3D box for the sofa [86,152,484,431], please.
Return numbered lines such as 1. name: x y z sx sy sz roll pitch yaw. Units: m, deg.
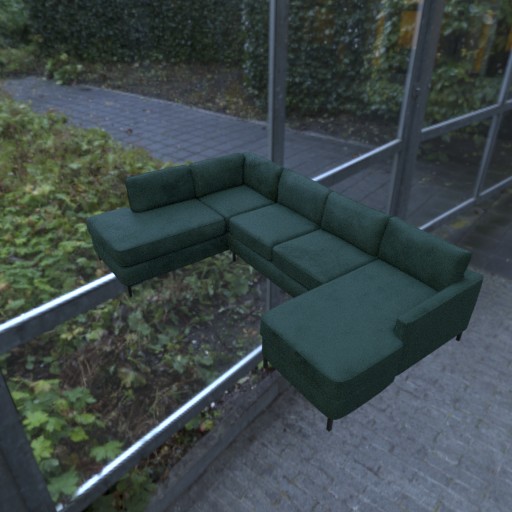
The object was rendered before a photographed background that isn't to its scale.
1. sofa: 0.000 0.000 3.809 1.992 0.861 2.994 -21 37 -30
